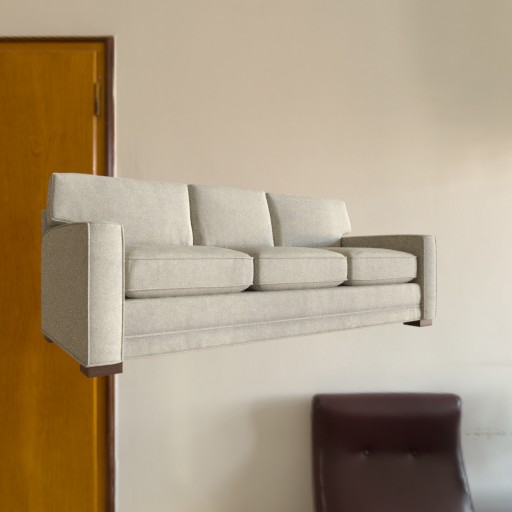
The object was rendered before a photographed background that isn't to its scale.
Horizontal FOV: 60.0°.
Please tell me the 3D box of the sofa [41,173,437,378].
[{"bbox_3d":[0.000,0.000,2.516,2.093,0.862,0.936,0,0,-35],"label":"sofa"}]
